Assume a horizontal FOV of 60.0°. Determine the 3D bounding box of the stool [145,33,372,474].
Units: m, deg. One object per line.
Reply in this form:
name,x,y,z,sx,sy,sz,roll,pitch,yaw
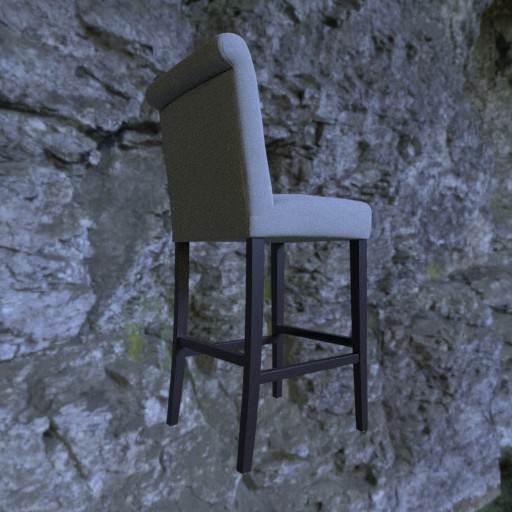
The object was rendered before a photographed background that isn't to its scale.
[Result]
stool,0.000,0.000,1.451,0.601,1.140,0.493,0,0,-37
